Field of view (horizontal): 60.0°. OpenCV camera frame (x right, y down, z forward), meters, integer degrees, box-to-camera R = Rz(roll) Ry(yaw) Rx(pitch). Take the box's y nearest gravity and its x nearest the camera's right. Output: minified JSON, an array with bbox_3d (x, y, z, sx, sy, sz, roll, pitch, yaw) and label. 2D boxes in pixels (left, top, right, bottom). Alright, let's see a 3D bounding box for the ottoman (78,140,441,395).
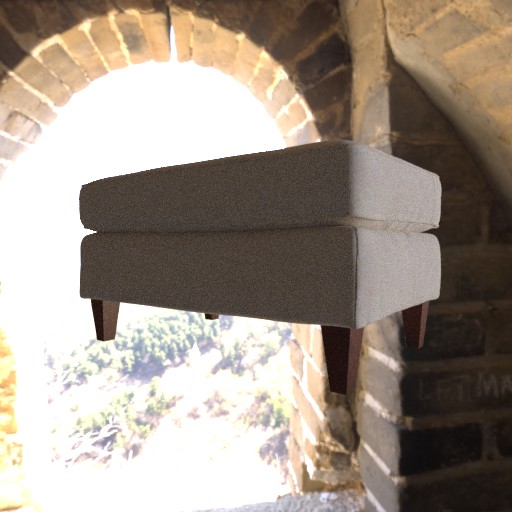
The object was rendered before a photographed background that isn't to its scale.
[{"bbox_3d":[0.000,0.000,1.223,0.862,0.484,0.583,1,2,37],"label":"ottoman"}]
